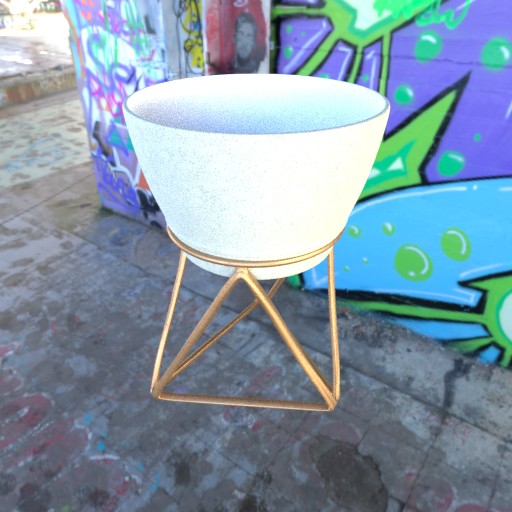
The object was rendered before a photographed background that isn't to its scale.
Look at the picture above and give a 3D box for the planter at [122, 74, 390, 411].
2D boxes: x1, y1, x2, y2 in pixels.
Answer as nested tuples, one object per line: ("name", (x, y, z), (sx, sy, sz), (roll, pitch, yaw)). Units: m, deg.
("planter", (0.000, 0.000, 0.728), (0.350, 0.504, 0.350), (21, 37, 30))
